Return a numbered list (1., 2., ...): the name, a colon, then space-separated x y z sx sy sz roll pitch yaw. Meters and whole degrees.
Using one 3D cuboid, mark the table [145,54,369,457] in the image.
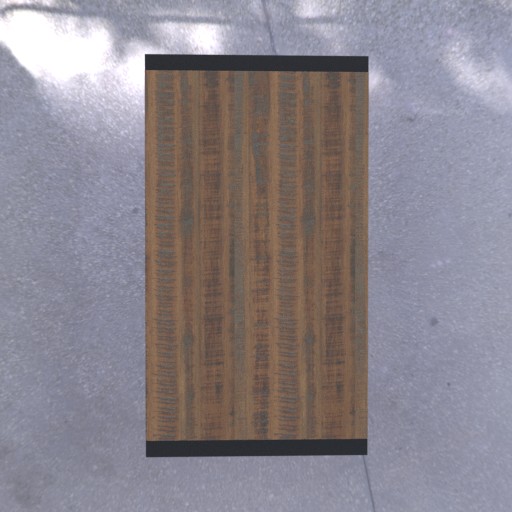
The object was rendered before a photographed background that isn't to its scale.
1. table: 0.000 0.000 1.689 0.750 0.400 1.350 0 91 -1
